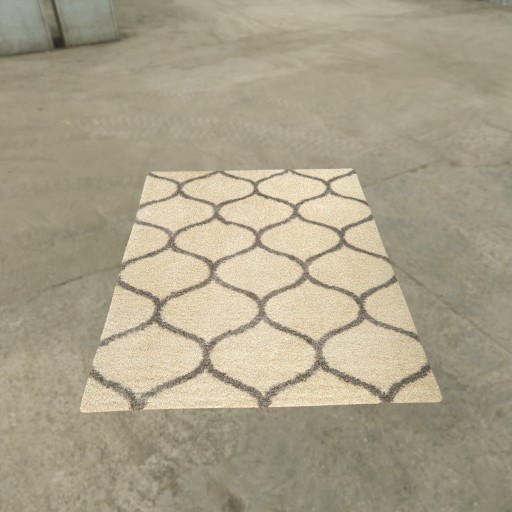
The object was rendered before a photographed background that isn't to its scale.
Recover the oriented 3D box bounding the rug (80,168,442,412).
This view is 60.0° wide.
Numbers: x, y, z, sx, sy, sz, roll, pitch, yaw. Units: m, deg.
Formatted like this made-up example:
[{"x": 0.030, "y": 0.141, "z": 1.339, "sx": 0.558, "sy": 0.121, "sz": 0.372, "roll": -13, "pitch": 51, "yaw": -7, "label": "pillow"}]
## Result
[{"x": 0.000, "y": 0.000, "z": 4.029, "sx": 2.399, "sy": 0.026, "sz": 3.000, "roll": -1, "pitch": 41, "yaw": -1, "label": "rug"}]
